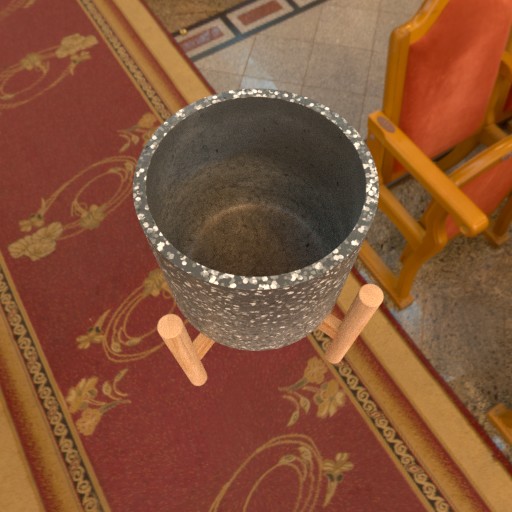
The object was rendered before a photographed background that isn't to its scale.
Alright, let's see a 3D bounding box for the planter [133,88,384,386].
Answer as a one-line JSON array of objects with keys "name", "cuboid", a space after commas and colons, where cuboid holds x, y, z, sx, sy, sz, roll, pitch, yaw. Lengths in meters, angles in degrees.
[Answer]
[{"name": "planter", "cuboid": [0.000, 0.000, 0.545, 0.284, 0.320, 0.284, -29, 67, -14]}]
